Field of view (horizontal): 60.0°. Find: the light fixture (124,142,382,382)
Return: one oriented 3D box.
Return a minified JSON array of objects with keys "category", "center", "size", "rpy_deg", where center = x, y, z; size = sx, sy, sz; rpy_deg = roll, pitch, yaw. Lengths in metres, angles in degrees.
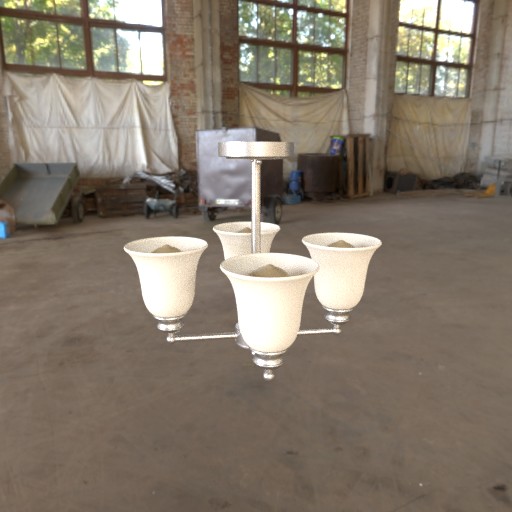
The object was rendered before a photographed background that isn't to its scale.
[{"category":"light fixture","center":[0.000,0.000,0.745],"size":[0.427,0.370,0.427],"rpy_deg":[-2,14,-7]}]
